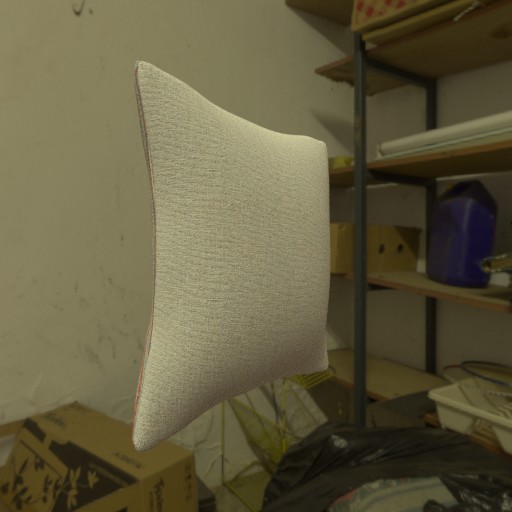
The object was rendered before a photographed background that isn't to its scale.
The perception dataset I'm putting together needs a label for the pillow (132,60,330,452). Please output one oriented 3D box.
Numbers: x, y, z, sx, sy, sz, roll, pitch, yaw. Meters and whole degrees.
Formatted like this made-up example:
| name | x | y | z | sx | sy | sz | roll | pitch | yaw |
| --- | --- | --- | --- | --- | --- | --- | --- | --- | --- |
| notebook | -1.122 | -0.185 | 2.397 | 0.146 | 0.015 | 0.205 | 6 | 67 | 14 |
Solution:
| name | x | y | z | sx | sy | sz | roll | pitch | yaw |
| --- | --- | --- | --- | --- | --- | --- | --- | --- | --- |
| pillow | 0.000 | 0.000 | 0.640 | 0.136 | 0.419 | 0.437 | 0 | 0 | 36 |
